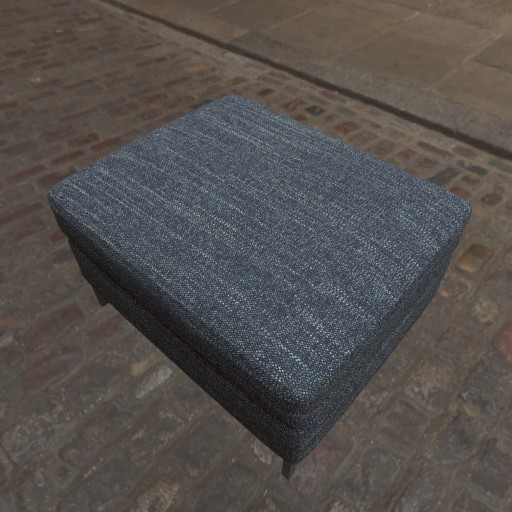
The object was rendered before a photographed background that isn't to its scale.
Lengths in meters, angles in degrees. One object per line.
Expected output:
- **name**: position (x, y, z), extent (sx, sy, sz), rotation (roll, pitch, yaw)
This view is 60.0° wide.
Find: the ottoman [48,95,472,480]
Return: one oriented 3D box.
- **ottoman**: position (0.000, 0.000, 1.180), extent (0.814, 0.491, 0.667), rotation (34, 56, 27)
